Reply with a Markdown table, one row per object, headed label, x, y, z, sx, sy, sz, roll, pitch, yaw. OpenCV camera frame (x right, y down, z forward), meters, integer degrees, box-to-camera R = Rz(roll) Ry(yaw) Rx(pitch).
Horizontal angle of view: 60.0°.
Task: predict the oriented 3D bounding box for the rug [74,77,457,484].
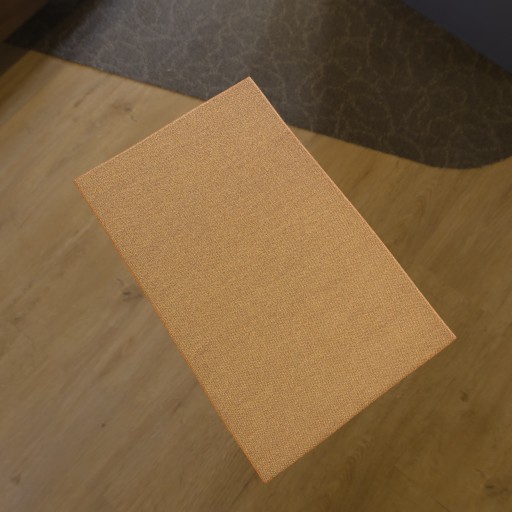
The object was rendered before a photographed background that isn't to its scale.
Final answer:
| label | x | y | z | sx | sy | sz | roll | pitch | yaw |
| --- | --- | --- | --- | --- | --- | --- | --- | --- | --- |
| rug | 0.000 | 0.000 | 2.113 | 1.078 | 0.013 | 1.678 | -34 | 78 | -8 |
